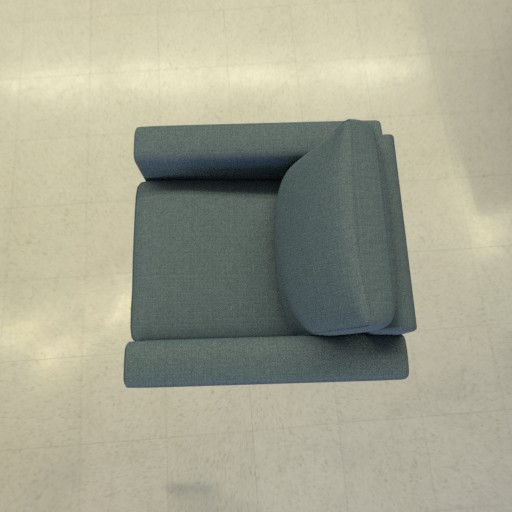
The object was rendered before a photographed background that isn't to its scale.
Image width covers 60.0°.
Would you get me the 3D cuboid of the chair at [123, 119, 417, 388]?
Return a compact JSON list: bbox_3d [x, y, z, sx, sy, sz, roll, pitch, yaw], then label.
[{"bbox_3d":[0.000,0.000,1.852,1.038,1.010,1.024,-2,75,0],"label":"chair"}]
